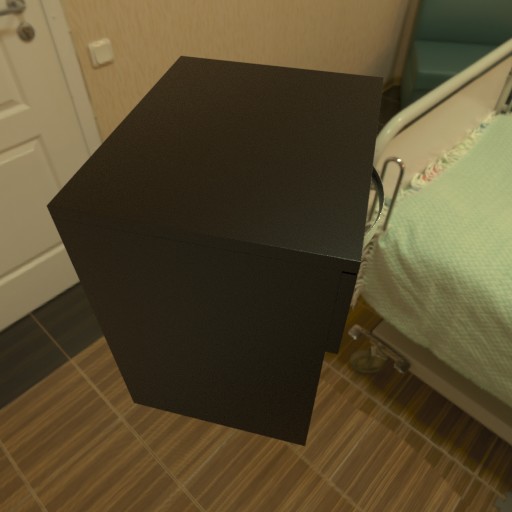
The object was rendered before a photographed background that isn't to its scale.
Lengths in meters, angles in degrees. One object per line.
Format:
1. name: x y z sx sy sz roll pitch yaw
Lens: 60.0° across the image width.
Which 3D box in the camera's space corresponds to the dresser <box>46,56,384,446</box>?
1. dresser: 0.000 0.000 0.746 0.360 0.470 0.400 10 47 10
